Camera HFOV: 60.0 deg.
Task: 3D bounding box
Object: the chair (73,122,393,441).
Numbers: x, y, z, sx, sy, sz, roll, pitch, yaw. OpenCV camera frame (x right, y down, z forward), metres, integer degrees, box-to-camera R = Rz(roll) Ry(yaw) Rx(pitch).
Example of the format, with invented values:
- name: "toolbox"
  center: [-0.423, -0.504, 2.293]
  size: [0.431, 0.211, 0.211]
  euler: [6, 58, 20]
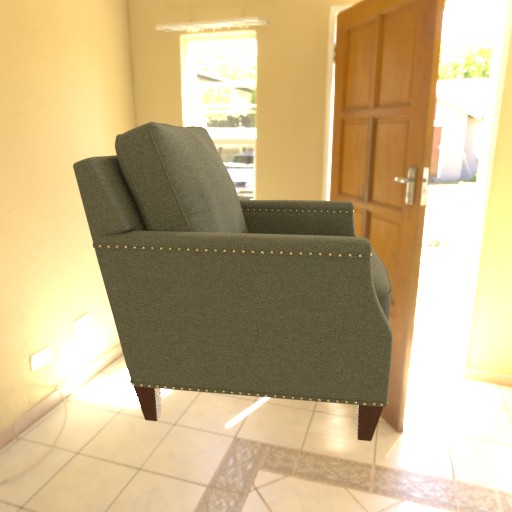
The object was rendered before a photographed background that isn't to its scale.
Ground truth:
- name: "chair"
  center: [0.000, 0.000, 1.804]
  size: [1.031, 1.031, 0.885]
  euler: [2, 15, 8]
